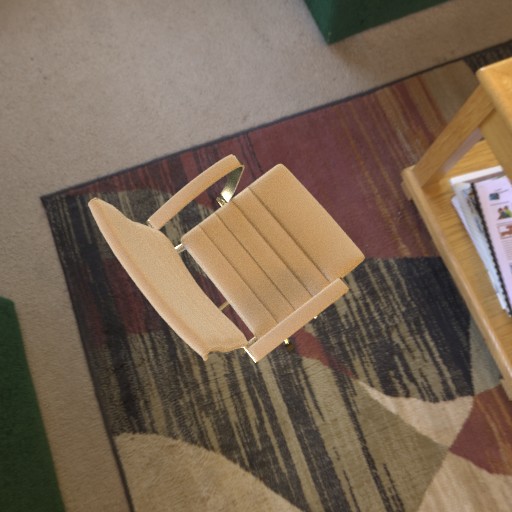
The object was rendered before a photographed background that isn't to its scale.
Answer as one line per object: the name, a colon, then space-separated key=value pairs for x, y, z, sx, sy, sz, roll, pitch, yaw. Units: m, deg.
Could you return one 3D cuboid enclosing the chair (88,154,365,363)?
chair: x=0.000 y=0.000 z=1.549 sx=0.667 sy=1.149 sz=0.679 roll=-38 pitch=79 yaw=-9
